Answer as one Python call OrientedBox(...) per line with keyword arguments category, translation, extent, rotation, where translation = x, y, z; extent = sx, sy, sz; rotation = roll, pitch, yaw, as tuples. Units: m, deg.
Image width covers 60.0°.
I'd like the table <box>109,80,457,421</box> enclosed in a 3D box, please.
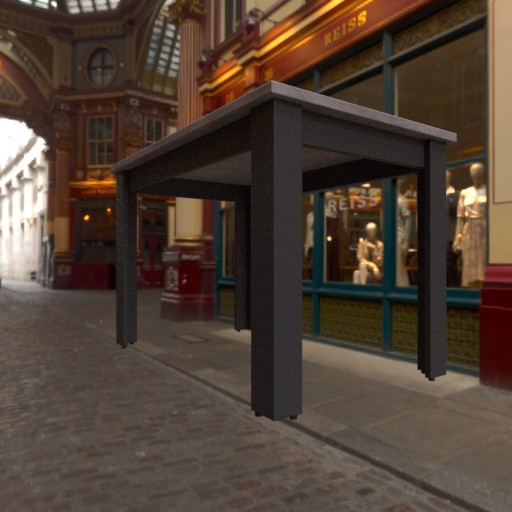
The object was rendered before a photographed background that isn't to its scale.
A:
OrientedBox(category="table", translation=(0.000, 0.000, 1.577), extent=(0.700, 0.734, 1.100), rotation=(0, 0, -35))
